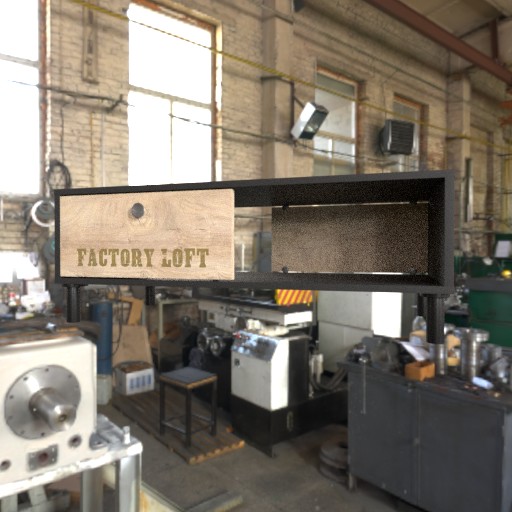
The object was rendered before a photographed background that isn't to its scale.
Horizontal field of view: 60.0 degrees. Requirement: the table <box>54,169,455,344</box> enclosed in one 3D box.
[{"bbox_3d":[0.000,0.000,1.412,1.100,0.400,0.550,0,1,17],"label":"table"}]
